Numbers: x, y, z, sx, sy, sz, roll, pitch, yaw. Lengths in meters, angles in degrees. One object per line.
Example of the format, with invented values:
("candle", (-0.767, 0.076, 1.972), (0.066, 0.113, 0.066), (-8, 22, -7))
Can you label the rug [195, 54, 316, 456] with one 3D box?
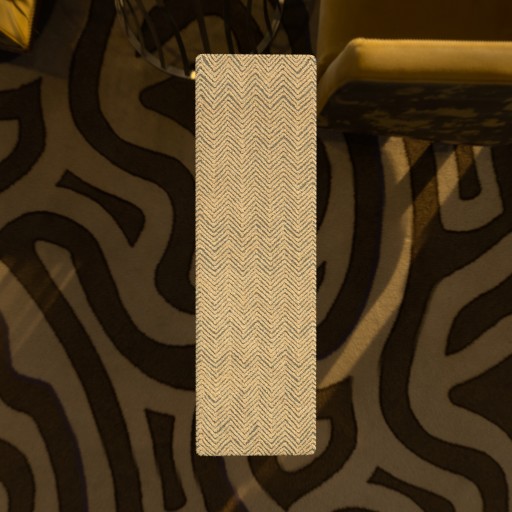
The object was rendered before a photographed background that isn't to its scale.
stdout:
("rug", (0.000, 0.000, 2.531), (0.686, 0.008, 2.286), (0, 91, -1))
